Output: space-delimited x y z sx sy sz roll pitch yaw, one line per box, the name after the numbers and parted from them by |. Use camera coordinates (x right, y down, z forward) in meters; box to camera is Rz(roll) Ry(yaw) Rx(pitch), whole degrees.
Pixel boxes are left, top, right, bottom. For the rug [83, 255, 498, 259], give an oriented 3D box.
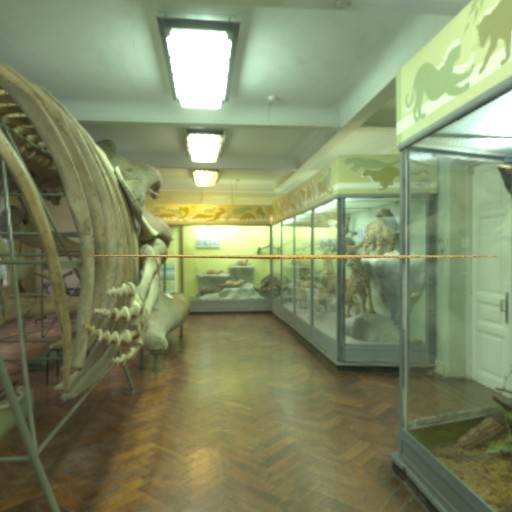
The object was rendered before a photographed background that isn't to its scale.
0.000 0.000 2.146 1.143 0.006 1.747 0 0 -37 | rug
